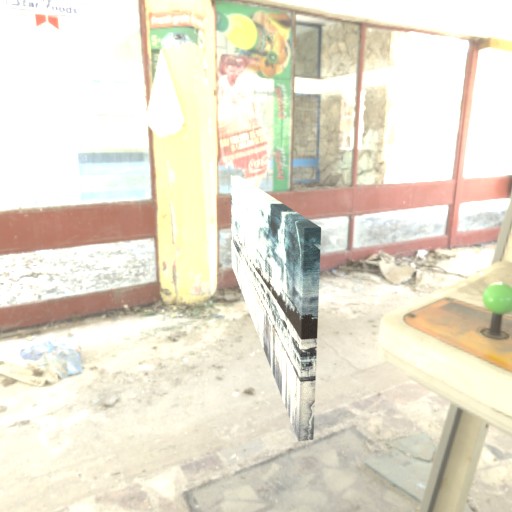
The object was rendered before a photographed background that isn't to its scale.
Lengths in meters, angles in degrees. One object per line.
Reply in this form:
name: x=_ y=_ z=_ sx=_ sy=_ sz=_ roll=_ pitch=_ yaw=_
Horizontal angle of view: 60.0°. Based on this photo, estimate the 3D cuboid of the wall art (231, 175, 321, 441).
wall art: x=0.000 y=0.000 z=1.706 sx=0.037 sy=0.509 sz=1.524 roll=-2 pitch=15 yaw=-9
